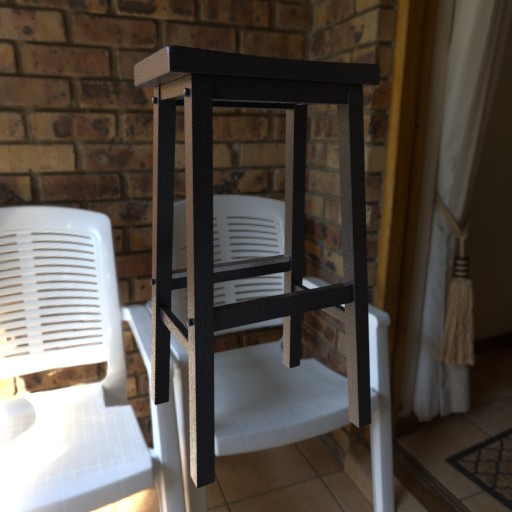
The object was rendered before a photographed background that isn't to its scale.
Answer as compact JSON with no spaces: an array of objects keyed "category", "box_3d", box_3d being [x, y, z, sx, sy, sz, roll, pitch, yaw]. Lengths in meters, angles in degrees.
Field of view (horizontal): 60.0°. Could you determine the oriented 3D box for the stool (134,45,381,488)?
[{"category":"stool","box_3d":[0.000,0.000,0.927,0.406,0.742,0.322,-8,17,-26]}]
